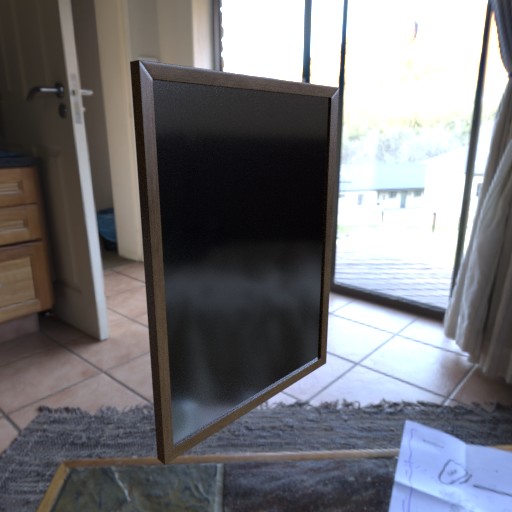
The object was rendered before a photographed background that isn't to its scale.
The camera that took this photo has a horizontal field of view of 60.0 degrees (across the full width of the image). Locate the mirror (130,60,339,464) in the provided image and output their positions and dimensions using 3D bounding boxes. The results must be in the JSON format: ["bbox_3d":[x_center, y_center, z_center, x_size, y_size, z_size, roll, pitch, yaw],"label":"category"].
[{"bbox_3d":[0.000,0.000,1.348,0.040,1.016,0.762,14,21,41],"label":"mirror"}]
